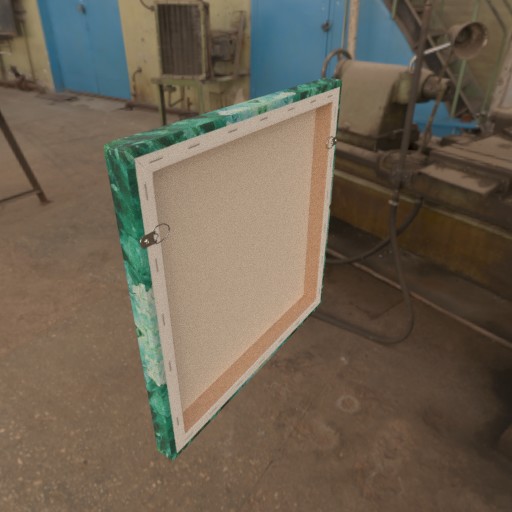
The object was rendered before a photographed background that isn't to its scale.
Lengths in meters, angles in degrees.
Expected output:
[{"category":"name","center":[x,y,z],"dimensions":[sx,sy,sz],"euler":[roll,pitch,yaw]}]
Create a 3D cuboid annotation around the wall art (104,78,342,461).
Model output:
[{"category":"wall art","center":[0.000,0.000,0.761],"dimensions":[0.038,0.508,0.507],"euler":[20,36,29]}]
